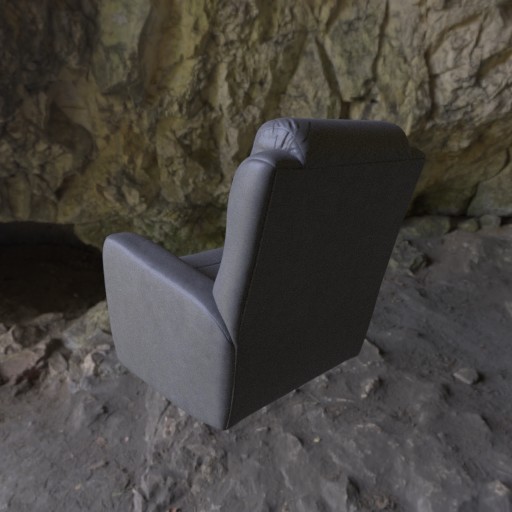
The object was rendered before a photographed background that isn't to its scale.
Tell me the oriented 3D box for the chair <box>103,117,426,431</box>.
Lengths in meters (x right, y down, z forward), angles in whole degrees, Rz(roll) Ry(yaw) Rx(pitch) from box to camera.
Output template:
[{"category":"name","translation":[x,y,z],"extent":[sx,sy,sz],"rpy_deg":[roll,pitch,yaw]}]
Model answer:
[{"category":"chair","translation":[0.000,0.000,1.919],"extent":[0.967,1.116,1.068],"rpy_deg":[-14,21,-41]}]
